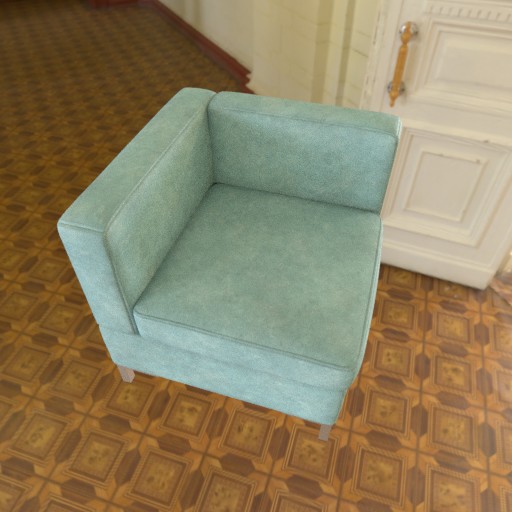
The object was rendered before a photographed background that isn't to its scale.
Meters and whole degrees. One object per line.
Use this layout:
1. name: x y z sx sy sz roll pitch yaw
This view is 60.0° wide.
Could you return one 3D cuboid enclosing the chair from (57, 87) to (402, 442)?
1. chair: 0.000 0.000 1.275 0.684 0.660 0.691 12 47 12
